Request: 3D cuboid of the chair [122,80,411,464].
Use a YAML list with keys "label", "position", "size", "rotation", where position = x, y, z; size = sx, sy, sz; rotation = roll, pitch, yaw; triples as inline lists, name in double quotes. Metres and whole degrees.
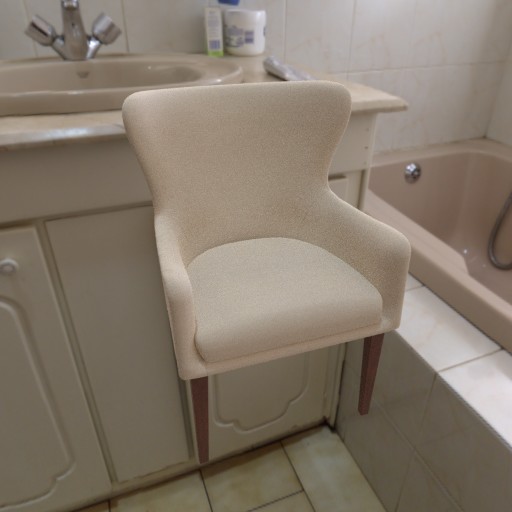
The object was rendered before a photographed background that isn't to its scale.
- label: "chair"
  position: [0.000, 0.000, 1.446]
  size: [0.696, 0.990, 0.744]
  rotation: [-10, 32, -16]
